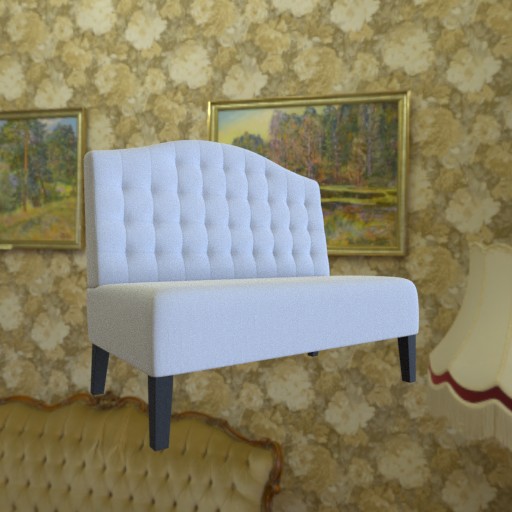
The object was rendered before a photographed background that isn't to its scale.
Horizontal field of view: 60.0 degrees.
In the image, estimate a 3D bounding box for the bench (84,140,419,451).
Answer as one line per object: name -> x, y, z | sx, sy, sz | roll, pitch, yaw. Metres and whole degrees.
bench -> 0.000, 0.000, 2.023 | 1.335, 1.180, 0.815 | 0, 0, -35
